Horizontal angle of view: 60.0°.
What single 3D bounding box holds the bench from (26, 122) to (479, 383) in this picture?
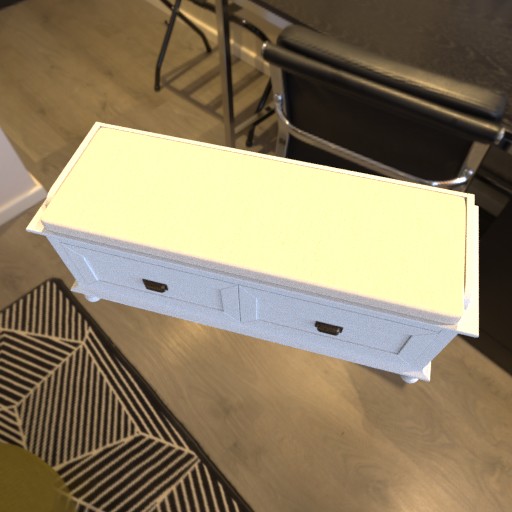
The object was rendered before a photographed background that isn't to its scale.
[{"bbox_3d":[0.000,0.000,1.385,1.185,0.486,0.402,13,58,8],"label":"bench"}]
